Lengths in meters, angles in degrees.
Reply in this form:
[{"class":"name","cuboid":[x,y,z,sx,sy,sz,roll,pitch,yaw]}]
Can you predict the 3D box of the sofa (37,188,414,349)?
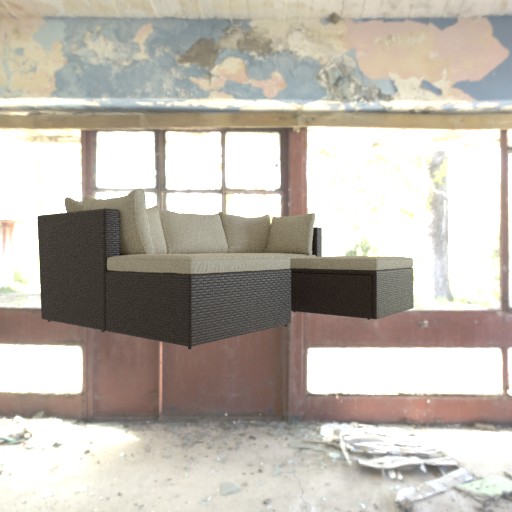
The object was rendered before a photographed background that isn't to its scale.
[{"class":"sofa","cuboid":[0.000,0.000,3.014,1.612,0.766,2.192,0,1,38]}]
